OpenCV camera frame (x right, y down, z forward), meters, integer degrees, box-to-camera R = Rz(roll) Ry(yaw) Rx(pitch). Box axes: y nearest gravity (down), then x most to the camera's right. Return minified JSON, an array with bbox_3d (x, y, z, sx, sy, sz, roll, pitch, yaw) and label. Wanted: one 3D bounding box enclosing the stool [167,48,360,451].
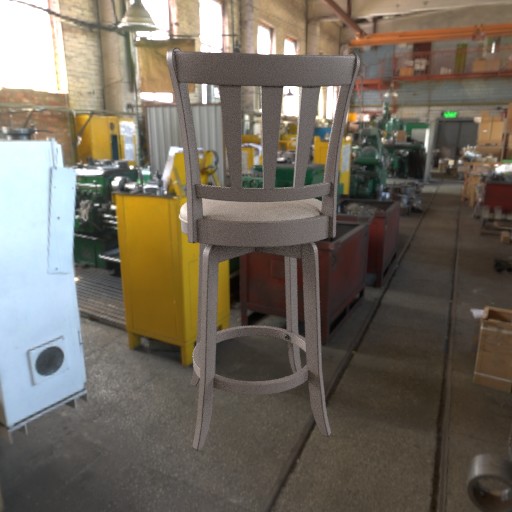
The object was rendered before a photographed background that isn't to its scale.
[{"bbox_3d":[0.000,0.000,1.260,0.436,1.023,0.475,-2,16,-9],"label":"stool"}]
